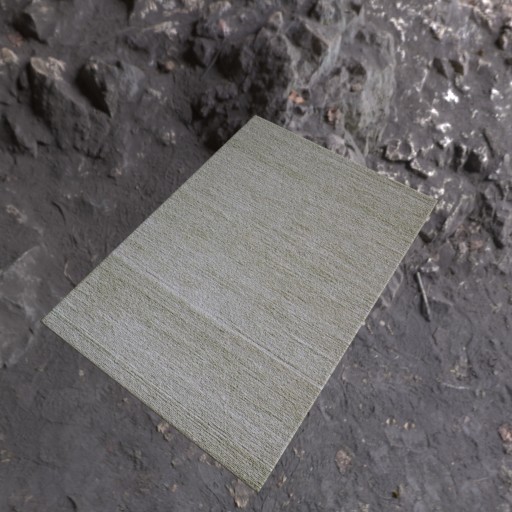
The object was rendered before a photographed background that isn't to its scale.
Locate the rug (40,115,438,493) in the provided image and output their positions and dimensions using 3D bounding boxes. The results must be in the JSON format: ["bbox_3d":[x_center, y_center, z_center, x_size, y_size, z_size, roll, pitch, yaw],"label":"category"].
[{"bbox_3d":[0.000,0.000,2.931,1.606,0.017,2.270,30,62,18],"label":"rug"}]
